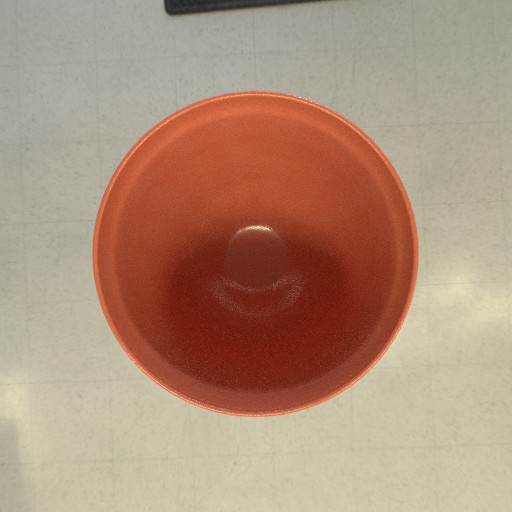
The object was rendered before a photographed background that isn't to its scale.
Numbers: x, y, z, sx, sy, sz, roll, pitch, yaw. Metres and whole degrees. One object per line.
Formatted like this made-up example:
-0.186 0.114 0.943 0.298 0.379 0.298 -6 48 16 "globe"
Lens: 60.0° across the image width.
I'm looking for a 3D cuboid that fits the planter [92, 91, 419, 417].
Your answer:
0.000 0.000 0.370 0.195 0.214 0.195 0 89 0 "planter"
